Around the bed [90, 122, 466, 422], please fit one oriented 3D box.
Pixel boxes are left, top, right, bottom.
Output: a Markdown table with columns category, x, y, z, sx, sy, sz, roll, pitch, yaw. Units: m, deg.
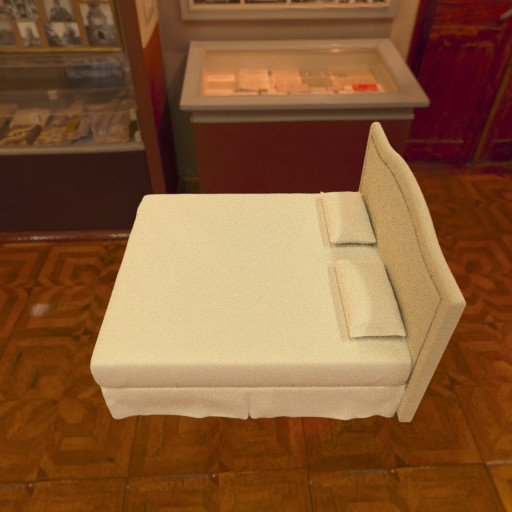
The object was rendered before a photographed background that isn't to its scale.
| category | x | y | z | sx | sy | sz | roll | pitch | yaw |
| --- | --- | --- | --- | --- | --- | --- | --- | --- | --- |
| bed | 0.000 | 0.000 | 3.448 | 2.182 | 1.421 | 2.083 | 0 | 42 | 0 |
